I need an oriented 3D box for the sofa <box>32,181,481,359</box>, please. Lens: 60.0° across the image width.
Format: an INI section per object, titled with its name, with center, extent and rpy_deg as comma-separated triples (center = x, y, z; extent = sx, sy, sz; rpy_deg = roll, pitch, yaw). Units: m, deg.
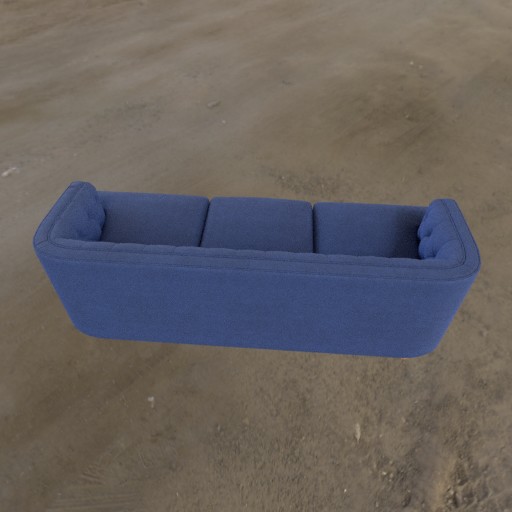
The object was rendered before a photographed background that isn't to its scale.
[sofa]
center = 0.000, 0.000, 2.563
extent = 2.235, 0.787, 0.914
rpy_deg = 3, 47, 3
